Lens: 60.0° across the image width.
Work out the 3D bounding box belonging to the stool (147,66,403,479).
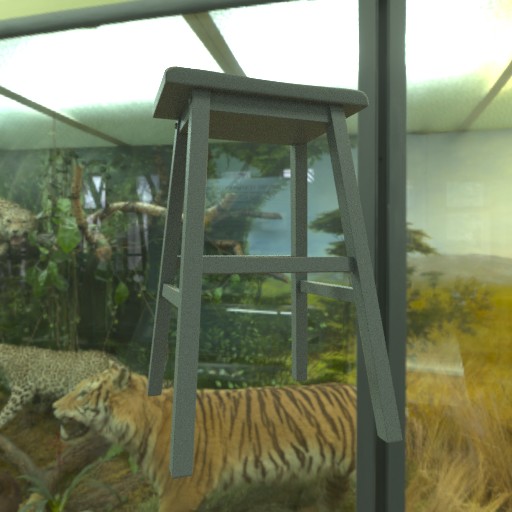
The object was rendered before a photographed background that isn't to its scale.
[{"bbox_3d":[0.000,0.000,1.033,0.457,0.737,0.476,0,1,-19],"label":"stool"}]
